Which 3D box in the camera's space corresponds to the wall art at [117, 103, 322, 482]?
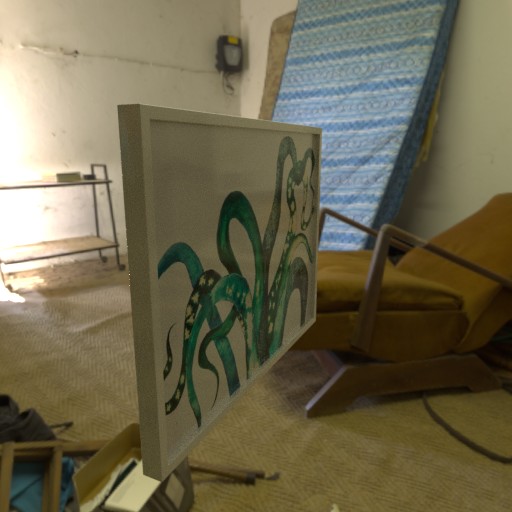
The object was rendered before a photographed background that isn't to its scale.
[{"bbox_3d":[0.000,0.000,1.342,0.053,0.787,1.041,7,15,25],"label":"wall art"}]
